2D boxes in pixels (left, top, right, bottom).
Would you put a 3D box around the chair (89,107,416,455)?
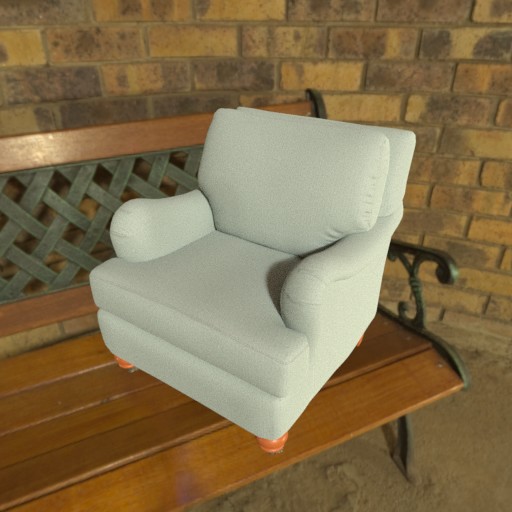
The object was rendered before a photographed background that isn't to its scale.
[{"bbox_3d":[0.000,0.000,1.866,0.955,1.038,1.070,19,35,29],"label":"chair"}]
